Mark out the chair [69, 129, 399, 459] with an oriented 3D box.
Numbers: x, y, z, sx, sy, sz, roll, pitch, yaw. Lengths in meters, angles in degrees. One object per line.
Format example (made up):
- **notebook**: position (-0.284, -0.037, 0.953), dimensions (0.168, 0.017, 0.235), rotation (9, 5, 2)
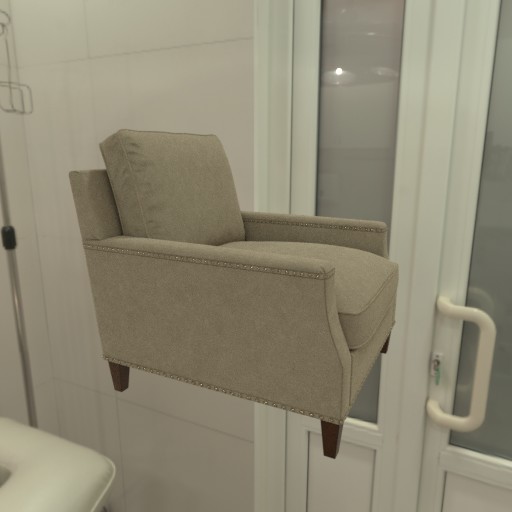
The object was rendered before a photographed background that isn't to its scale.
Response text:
- **chair**: position (0.000, 0.000, 1.722), dimensions (1.014, 0.943, 0.853), rotation (7, 15, 26)
